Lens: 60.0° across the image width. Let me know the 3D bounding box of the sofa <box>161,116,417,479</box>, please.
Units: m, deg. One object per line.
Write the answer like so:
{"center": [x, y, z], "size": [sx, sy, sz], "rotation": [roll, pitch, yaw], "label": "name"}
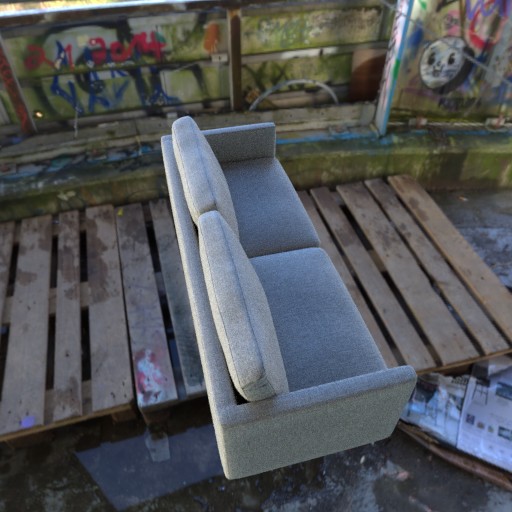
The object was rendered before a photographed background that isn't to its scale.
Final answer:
{"center": [0.000, 0.000, 2.913], "size": [0.948, 0.951, 2.434], "rotation": [-10, 46, -10], "label": "sofa"}
